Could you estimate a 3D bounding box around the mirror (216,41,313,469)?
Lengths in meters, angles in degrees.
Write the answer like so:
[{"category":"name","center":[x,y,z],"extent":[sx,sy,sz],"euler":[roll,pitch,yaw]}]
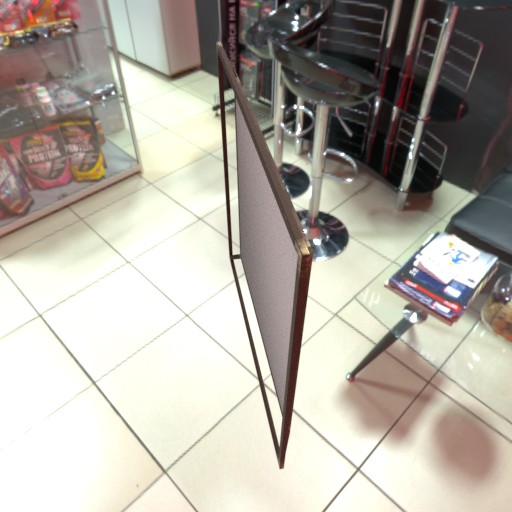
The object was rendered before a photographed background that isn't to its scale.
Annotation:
[{"category":"mirror","center":[0.000,0.000,0.887],"extent":[0.032,0.610,0.610],"euler":[-9,46,-8]}]
